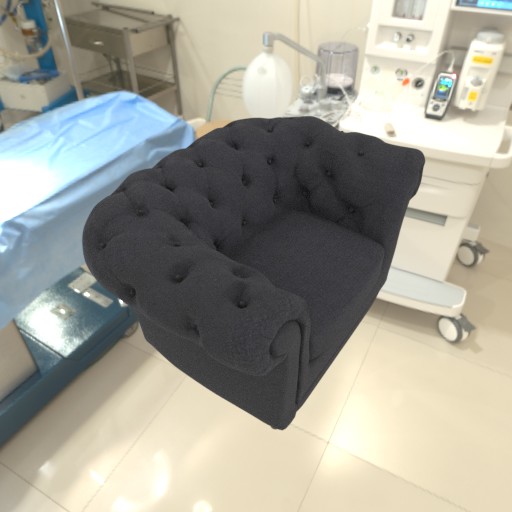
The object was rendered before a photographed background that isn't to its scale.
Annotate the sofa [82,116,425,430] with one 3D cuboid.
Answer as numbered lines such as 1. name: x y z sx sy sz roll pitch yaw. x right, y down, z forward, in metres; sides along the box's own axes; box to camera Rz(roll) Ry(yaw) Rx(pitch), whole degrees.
1. sofa: 0.000 0.000 2.042 1.032 0.878 1.405 25 47 26
